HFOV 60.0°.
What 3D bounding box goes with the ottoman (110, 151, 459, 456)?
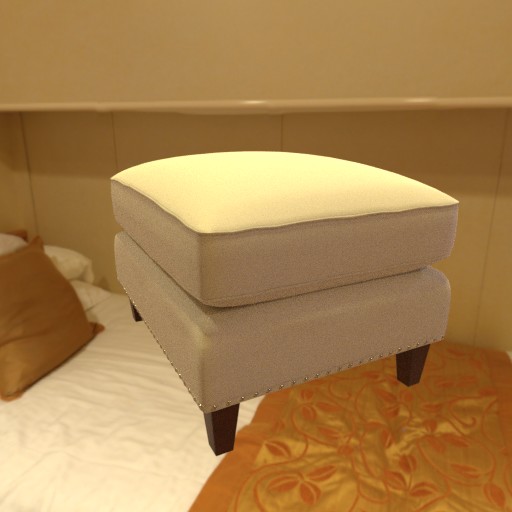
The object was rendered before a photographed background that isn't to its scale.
[{"bbox_3d":[0.000,0.000,1.133,0.584,0.513,0.741,-9,19,-26],"label":"ottoman"}]
